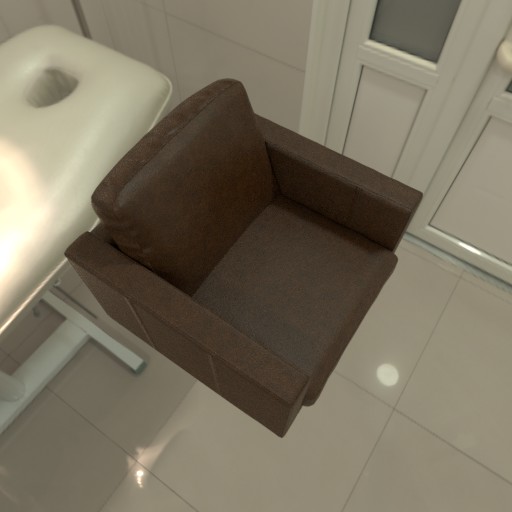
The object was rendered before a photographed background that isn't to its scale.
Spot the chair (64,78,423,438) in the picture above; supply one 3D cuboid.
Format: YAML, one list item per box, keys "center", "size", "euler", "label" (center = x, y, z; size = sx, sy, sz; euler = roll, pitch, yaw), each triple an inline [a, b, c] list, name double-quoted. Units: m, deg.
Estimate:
- center: [0.000, 0.000, 1.665]
  size: [0.909, 0.956, 0.890]
  euler: [30, 64, 17]
  label: "chair"
